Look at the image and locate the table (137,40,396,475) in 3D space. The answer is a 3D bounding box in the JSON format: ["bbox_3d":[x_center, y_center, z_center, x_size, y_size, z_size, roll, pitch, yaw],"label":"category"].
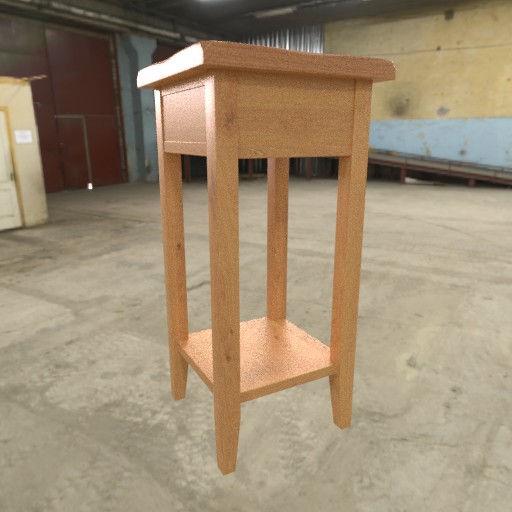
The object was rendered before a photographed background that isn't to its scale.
[{"bbox_3d":[0.000,0.000,0.932,0.360,0.740,0.360,-8,17,-28],"label":"table"}]
